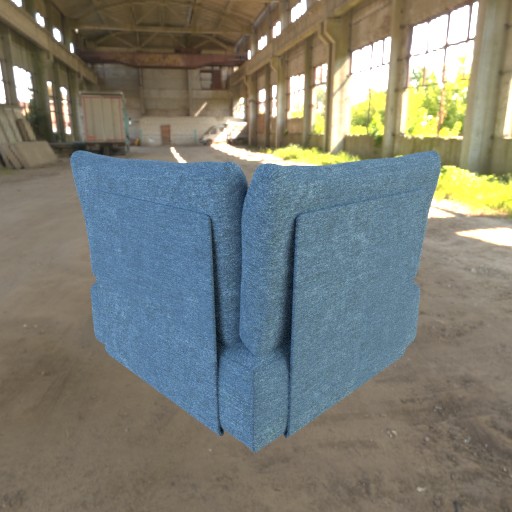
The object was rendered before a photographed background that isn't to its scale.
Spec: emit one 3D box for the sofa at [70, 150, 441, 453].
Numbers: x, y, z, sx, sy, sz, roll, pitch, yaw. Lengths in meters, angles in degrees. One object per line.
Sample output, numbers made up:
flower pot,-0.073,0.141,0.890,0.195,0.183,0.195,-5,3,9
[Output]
sofa,0.000,0.000,1.753,1.000,0.820,1.000,-15,22,-42
